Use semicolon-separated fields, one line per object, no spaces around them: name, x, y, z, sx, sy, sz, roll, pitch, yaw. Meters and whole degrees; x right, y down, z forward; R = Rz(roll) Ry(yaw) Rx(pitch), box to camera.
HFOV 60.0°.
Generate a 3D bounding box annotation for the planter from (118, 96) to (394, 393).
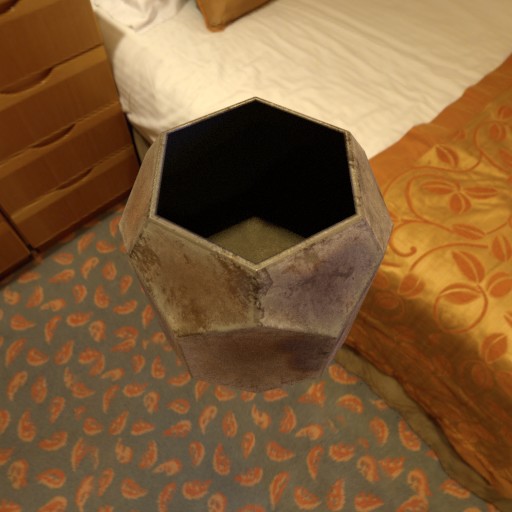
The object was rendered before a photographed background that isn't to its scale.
planter;0.000;0.000;0.434;0.243;0.238;0.221;0;58;0
